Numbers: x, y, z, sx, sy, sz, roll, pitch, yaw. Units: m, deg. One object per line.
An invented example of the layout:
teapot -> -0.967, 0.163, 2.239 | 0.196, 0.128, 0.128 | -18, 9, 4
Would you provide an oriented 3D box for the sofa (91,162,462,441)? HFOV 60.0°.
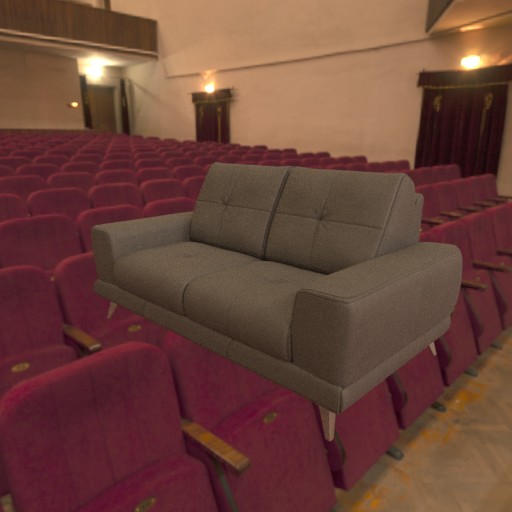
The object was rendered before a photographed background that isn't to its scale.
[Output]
sofa -> 0.000, 0.000, 2.350 | 1.806, 0.907, 1.018 | 14, 21, 42
